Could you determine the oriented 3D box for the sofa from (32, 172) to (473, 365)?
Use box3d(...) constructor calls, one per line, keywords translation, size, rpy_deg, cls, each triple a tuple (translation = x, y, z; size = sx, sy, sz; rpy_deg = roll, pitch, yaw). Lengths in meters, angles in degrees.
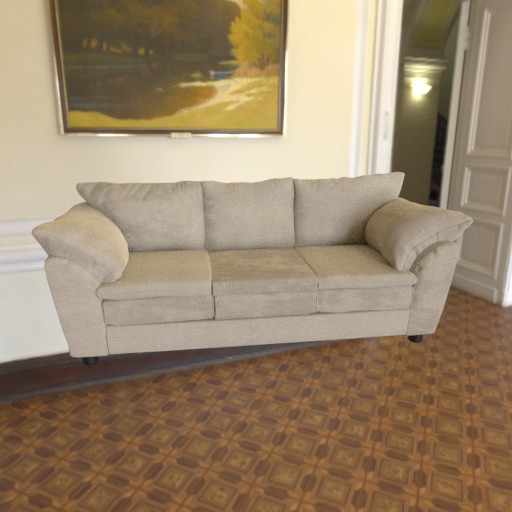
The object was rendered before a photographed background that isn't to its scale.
box3d(translation=(0.000, 0.000, 2.799), size=(2.377, 0.981, 0.893), rpy_deg=(-2, 15, -8), cls="sofa")
